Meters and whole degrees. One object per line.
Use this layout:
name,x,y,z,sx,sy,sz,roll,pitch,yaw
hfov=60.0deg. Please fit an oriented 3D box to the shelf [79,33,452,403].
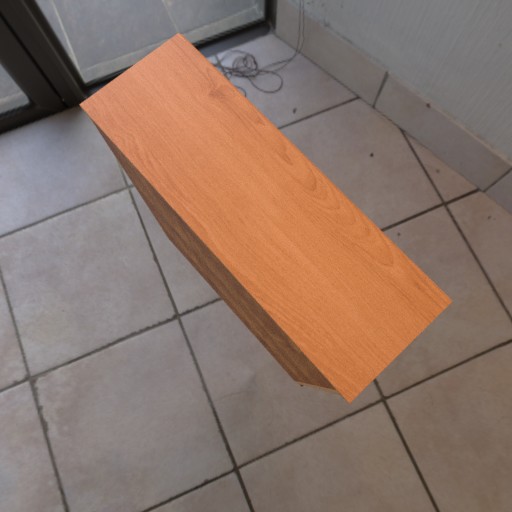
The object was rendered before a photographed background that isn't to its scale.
shelf,0.000,0.000,1.394,0.291,0.980,0.840,-41,79,-10
